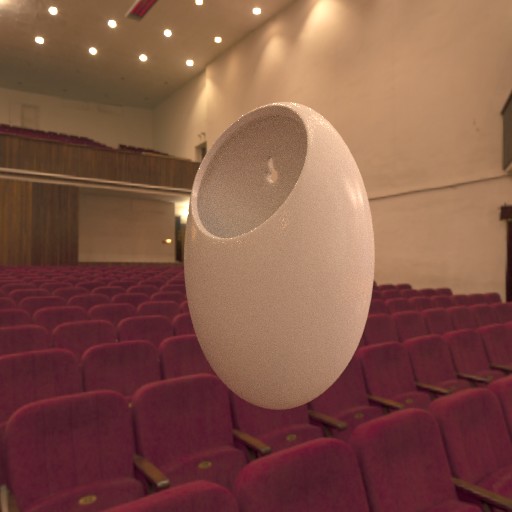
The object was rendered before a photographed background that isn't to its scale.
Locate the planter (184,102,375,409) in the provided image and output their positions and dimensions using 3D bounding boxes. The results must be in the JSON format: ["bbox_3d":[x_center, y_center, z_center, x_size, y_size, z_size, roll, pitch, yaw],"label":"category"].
[{"bbox_3d":[0.000,0.000,0.282,0.043,0.188,0.185,1,-2,-36],"label":"planter"}]
